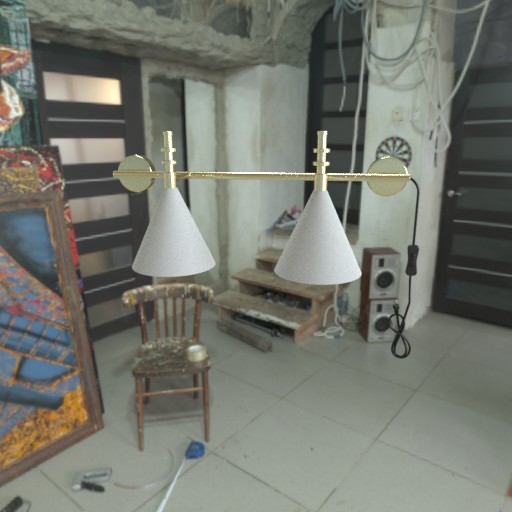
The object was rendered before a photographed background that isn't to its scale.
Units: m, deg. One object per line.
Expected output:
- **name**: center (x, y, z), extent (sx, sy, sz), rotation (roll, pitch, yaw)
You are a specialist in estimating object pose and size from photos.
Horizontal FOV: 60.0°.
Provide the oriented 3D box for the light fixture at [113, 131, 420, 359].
- **light fixture**: center (0.000, 0.000, 0.866), extent (0.642, 0.468, 0.239), rotation (2, 15, 9)
